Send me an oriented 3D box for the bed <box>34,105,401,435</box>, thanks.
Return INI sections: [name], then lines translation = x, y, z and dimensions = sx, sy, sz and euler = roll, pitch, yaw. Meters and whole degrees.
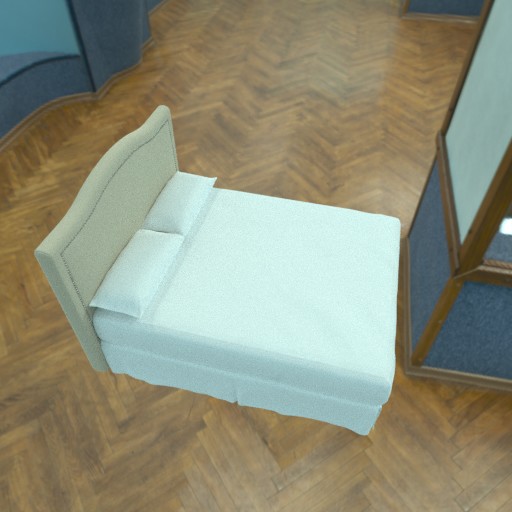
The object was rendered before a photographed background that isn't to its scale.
[bed]
translation = 0.000, 0.000, 3.314
dimensions = 2.143, 1.460, 1.753
euler = 11, 47, 10
